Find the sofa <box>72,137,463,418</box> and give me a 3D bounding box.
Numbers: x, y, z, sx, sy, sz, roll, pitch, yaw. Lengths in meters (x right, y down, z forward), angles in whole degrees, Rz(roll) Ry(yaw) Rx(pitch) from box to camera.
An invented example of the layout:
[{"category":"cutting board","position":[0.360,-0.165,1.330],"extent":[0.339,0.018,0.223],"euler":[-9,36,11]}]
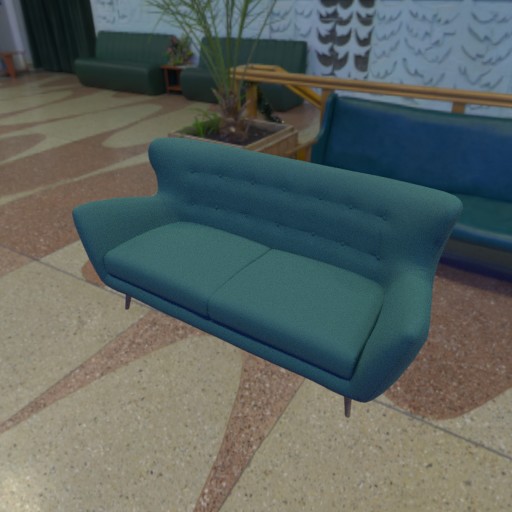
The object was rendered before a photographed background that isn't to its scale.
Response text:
[{"category":"sofa","position":[0.000,0.000,2.380],"extent":[1.930,0.890,0.889],"euler":[19,35,28]}]
